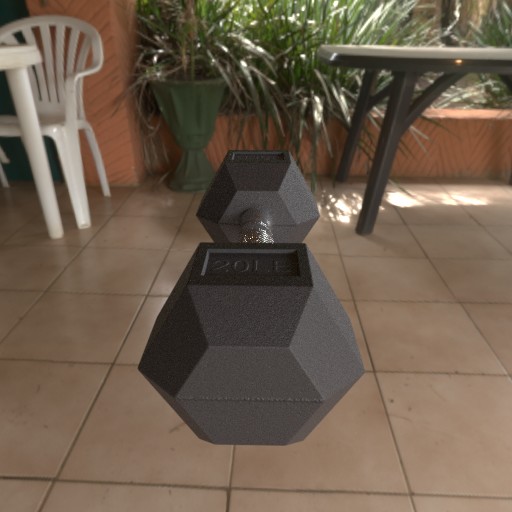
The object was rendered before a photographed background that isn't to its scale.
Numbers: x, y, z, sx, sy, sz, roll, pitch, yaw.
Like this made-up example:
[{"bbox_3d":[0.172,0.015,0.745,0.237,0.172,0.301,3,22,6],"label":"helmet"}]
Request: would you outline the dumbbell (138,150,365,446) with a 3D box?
[{"bbox_3d":[0.000,0.000,0.340,0.116,0.101,0.297,1,27,1],"label":"dumbbell"}]
